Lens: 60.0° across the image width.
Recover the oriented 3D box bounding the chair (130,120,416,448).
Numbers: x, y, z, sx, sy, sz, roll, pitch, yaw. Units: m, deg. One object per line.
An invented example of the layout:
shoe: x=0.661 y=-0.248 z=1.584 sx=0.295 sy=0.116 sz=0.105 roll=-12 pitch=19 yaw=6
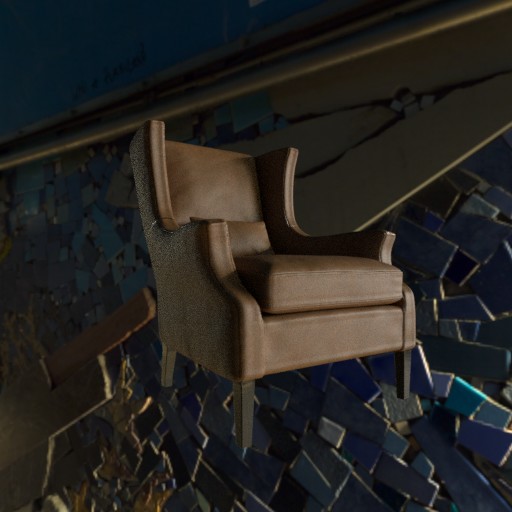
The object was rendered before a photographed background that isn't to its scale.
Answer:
chair: x=0.000 y=0.000 z=1.714 sx=0.852 sy=1.016 sz=0.925 roll=1 pitch=-1 yaw=-36
